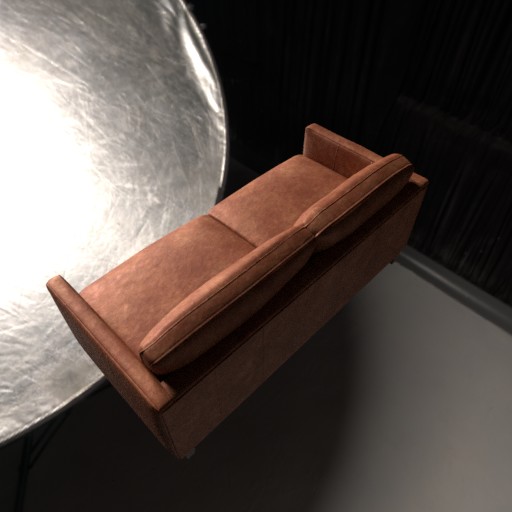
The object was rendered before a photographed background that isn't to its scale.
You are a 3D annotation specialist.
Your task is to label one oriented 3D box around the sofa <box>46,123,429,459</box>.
[{"bbox_3d":[0.000,0.000,2.501,0.923,0.863,1.971,36,57,28],"label":"sofa"}]
